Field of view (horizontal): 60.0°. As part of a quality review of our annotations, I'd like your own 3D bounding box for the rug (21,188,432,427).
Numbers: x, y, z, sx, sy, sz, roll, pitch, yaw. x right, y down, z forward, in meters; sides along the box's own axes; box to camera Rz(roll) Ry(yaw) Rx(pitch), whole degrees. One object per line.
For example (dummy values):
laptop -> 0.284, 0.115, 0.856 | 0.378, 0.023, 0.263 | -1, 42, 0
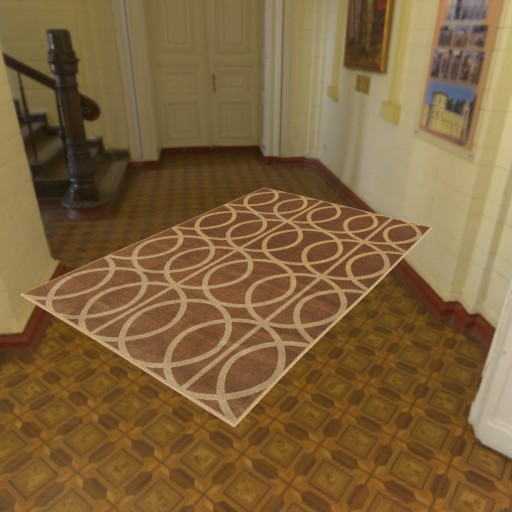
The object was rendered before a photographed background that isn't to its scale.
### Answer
rug -> 0.000, 0.000, 2.842 | 1.528, 0.014, 2.294 | 19, 33, 32
